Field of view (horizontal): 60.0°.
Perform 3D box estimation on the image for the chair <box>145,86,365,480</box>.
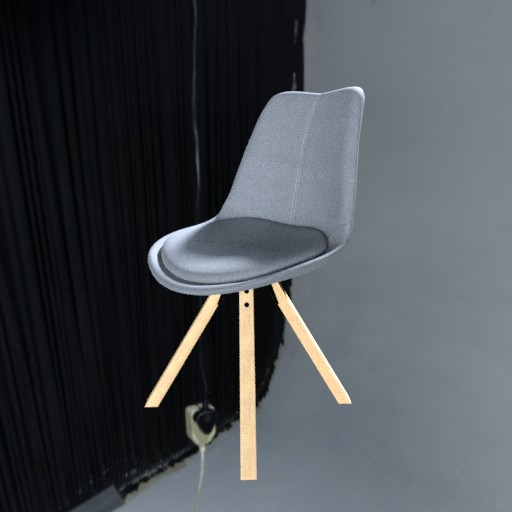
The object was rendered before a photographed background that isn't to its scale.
[{"bbox_3d":[0.000,0.000,1.180,0.474,0.863,0.549,15,22,42],"label":"chair"}]
